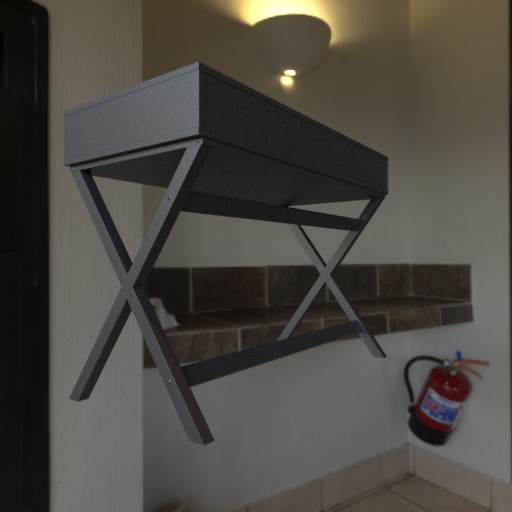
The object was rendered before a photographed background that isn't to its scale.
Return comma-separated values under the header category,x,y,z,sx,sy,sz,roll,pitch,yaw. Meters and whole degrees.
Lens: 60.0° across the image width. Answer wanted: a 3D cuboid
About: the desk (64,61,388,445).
category,x,y,z,sx,sy,sz,roll,pitch,yaw
desk,0.000,0.000,1.467,0.504,0.780,1.057,0,0,37
